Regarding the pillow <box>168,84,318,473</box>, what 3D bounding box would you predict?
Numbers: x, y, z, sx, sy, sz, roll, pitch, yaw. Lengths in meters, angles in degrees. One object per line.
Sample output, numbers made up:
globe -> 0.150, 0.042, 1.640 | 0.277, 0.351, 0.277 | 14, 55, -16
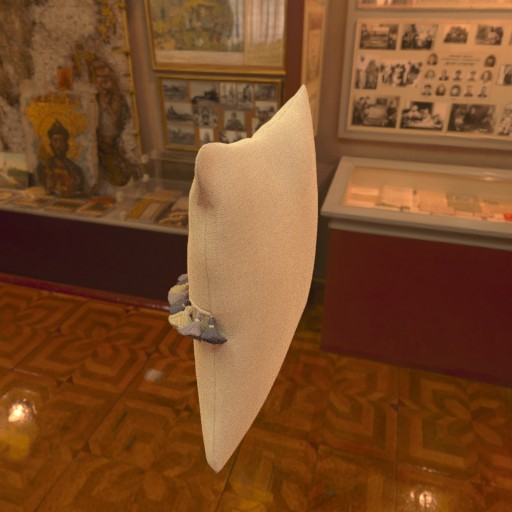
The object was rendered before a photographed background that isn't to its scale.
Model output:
pillow -> 0.000, 0.000, 0.740 | 0.165, 0.481, 0.489 | 9, 30, 16
